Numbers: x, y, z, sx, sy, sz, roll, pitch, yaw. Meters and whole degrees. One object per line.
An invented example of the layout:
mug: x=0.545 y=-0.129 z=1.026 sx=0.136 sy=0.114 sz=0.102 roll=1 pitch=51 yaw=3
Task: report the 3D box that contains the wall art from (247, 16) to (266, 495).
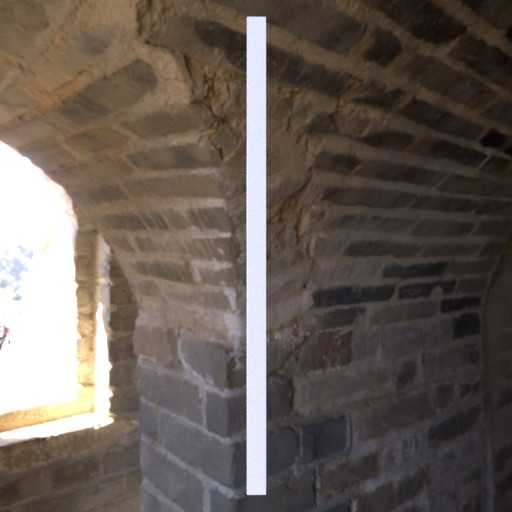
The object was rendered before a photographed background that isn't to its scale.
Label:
wall art: x=0.000 y=0.000 z=0.765 sx=0.025 sy=0.608 sz=0.405 roll=0 pitch=0 yaw=0
